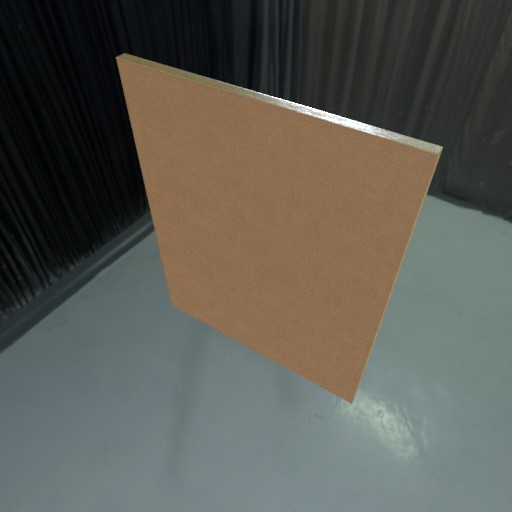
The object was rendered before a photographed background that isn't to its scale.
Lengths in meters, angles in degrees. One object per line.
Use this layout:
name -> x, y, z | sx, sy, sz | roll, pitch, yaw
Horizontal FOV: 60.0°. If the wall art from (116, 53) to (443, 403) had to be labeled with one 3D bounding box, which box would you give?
wall art -> 0.000, 0.000, 1.319 | 0.798, 1.002, 0.030 | 24, 51, 22
